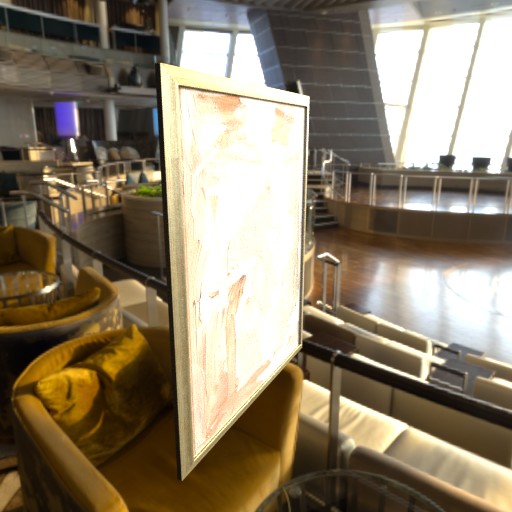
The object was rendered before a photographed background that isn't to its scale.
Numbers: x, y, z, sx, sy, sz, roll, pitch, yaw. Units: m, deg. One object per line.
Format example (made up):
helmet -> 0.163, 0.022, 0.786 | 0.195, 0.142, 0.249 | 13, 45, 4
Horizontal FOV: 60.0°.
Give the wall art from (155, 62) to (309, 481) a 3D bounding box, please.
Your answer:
wall art -> 0.000, 0.000, 0.909 | 0.018, 0.660, 0.559 | 8, 17, 26
